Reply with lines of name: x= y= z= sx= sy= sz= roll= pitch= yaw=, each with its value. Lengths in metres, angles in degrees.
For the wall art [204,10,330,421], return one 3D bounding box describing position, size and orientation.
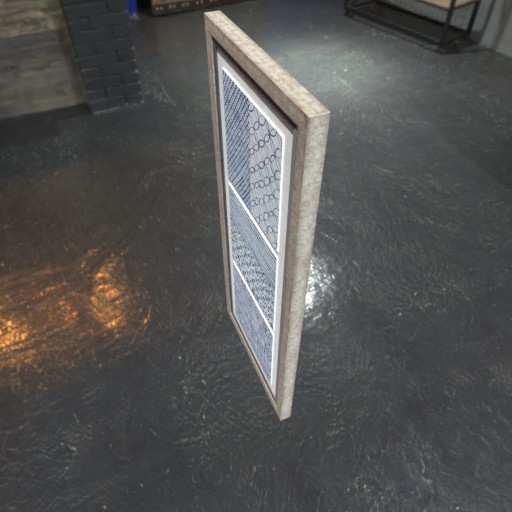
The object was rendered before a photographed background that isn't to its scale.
wall art: x=0.000 y=0.000 z=1.628 sx=0.051 sy=1.461 sz=0.648 roll=-17 pitch=49 yaw=-16
